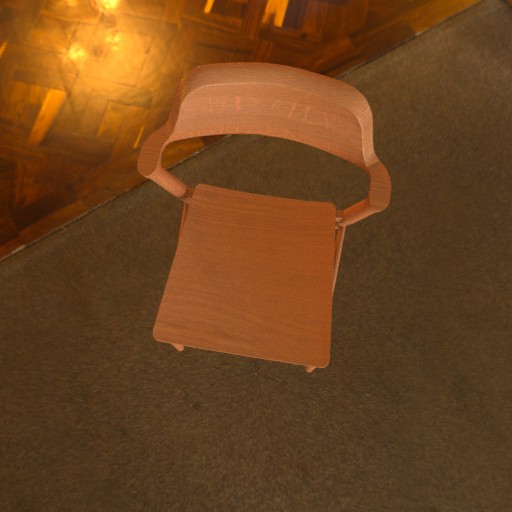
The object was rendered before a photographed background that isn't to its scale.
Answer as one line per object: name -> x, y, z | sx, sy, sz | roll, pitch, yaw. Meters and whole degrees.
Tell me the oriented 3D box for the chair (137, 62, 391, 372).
chair -> 0.000, 0.000, 1.108 | 0.496, 0.801, 0.499 | 9, 75, 2
